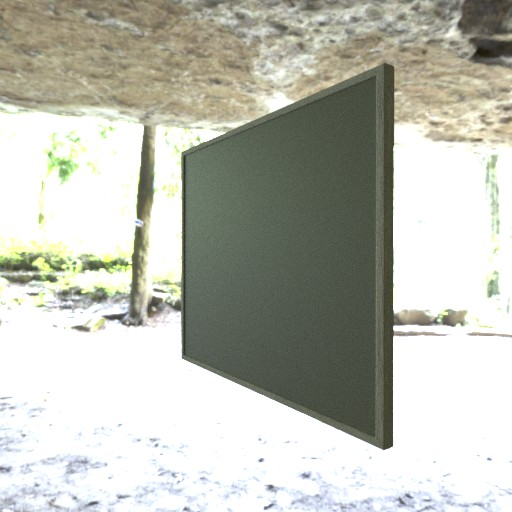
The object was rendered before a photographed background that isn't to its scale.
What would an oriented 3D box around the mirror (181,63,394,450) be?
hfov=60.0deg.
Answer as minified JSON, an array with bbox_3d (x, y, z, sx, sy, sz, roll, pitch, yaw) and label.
[{"bbox_3d":[0.000,0.000,1.136,0.028,0.689,0.839,0,0,-35],"label":"mirror"}]
